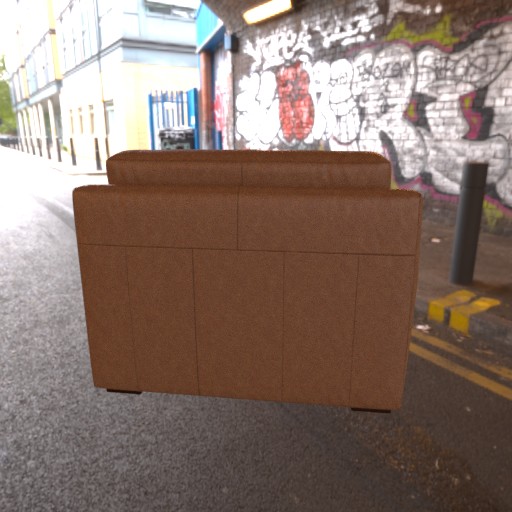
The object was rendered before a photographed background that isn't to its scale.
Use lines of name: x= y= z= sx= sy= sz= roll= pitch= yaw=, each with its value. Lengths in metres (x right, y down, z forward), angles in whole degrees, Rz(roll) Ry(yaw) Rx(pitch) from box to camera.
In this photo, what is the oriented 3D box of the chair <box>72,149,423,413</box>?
chair: x=0.000 y=0.000 z=2.043 sx=1.276 sy=0.978 sz=1.050 roll=2 pitch=16 yaw=7
